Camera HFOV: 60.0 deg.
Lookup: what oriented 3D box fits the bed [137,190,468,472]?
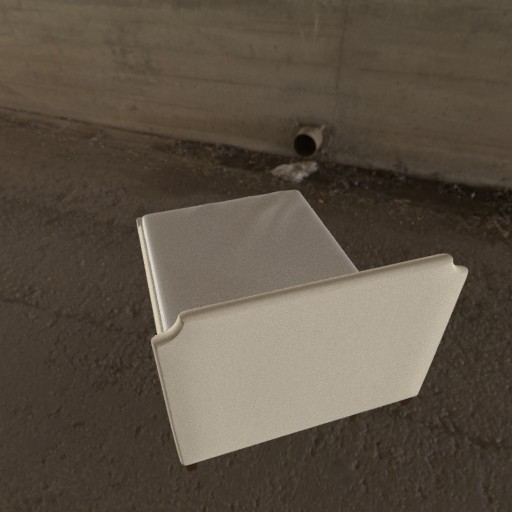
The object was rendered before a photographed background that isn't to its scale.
[{"bbox_3d":[0.000,0.000,3.427,1.712,1.443,2.372,-11,41,-13],"label":"bed"}]
